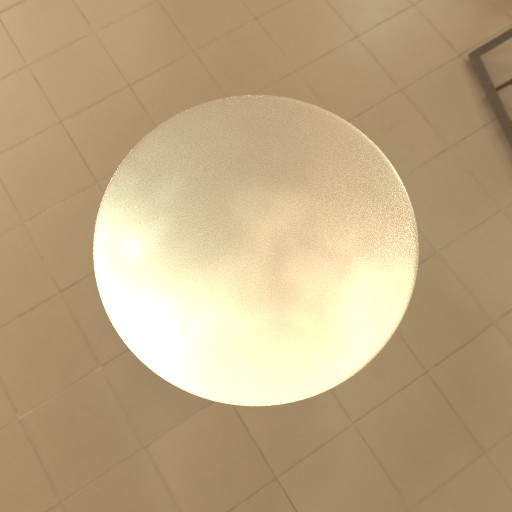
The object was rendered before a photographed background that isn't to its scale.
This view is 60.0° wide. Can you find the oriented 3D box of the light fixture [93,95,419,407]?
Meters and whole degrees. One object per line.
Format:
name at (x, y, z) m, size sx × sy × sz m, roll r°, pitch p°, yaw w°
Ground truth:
light fixture at (0.000, 0.000, 0.446) m, size 0.280 × 0.135 × 0.280 m, roll 0°, pitch 75°, yaw 0°
